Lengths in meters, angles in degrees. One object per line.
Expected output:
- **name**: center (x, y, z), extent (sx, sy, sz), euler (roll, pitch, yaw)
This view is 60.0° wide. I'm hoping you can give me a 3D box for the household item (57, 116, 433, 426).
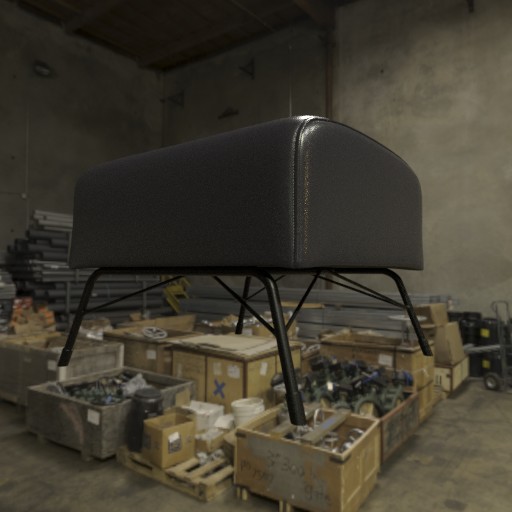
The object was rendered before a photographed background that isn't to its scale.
- **household item**: center (0.000, 0.000, 0.877), extent (0.530, 0.410, 0.530), euler (-1, -2, 37)
